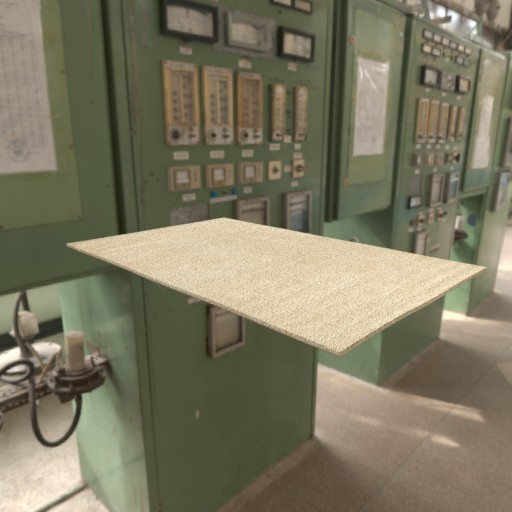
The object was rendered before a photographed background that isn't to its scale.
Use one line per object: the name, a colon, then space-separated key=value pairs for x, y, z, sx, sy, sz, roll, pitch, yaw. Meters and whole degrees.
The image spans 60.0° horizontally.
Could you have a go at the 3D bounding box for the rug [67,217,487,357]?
rug: x=0.000 y=0.000 z=2.893 sx=2.346 sy=0.025 sz=1.500 roll=15 pitch=21 yaw=43
